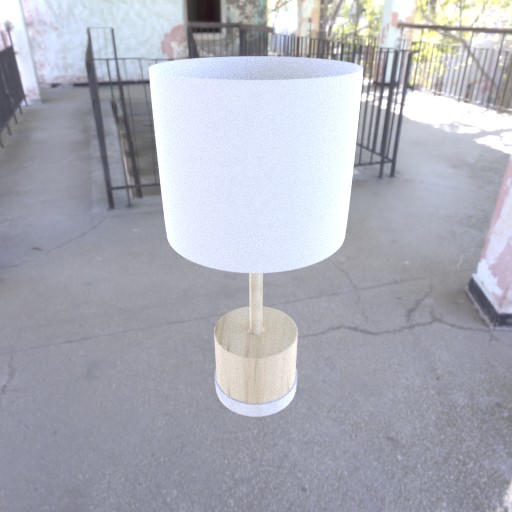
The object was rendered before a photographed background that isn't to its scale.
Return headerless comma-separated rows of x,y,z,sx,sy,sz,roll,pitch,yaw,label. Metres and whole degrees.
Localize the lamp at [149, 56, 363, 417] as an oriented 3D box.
0.000,0.000,0.593,0.229,0.470,0.229,2,29,3,lamp
